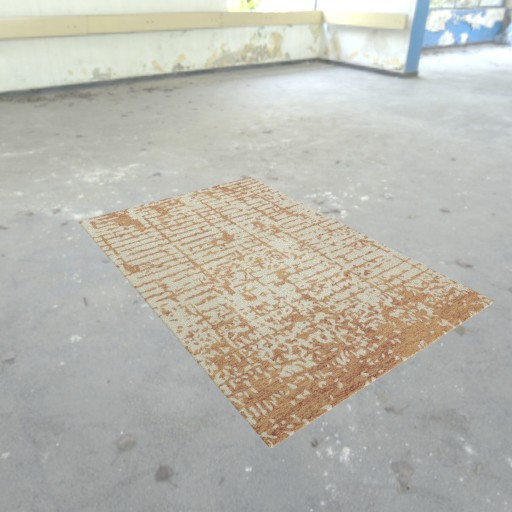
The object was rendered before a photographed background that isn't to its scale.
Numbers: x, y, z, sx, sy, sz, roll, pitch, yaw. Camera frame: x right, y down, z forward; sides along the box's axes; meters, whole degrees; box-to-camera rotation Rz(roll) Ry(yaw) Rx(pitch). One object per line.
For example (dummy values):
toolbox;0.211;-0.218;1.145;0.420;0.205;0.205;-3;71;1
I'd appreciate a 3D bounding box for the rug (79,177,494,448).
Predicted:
rug;0.000;0.000;2.241;1.219;0.011;1.829;-20;37;-30
